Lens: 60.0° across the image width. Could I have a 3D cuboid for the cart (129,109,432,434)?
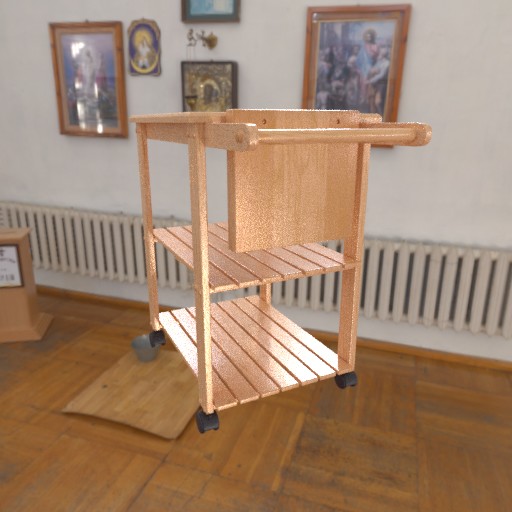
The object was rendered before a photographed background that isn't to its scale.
[{"bbox_3d":[0.000,0.000,1.321,0.520,0.816,0.843,-8,19,-25],"label":"cart"}]
